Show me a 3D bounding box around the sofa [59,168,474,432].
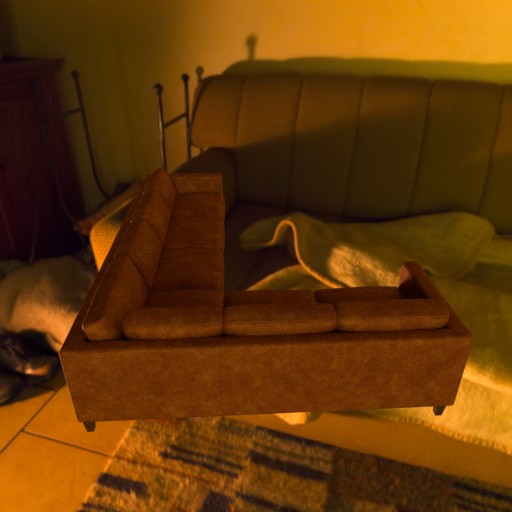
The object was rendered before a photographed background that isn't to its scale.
[{"bbox_3d":[0.000,0.000,4.078,2.438,0.838,3.150,-2,29,-3],"label":"sofa"}]
